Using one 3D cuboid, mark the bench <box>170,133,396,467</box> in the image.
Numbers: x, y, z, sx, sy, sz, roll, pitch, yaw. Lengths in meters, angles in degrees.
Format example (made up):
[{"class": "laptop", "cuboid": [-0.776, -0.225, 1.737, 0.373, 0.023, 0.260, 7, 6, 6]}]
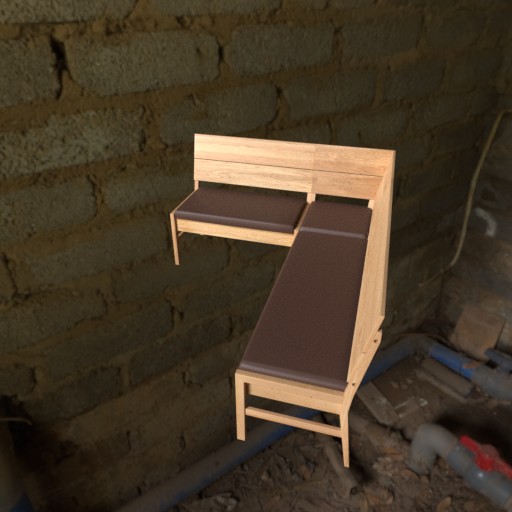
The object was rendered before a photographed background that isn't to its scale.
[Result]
[{"class": "bench", "cuboid": [0.000, 0.000, 2.778, 1.549, 0.890, 1.975, 8, 32, 13]}]
